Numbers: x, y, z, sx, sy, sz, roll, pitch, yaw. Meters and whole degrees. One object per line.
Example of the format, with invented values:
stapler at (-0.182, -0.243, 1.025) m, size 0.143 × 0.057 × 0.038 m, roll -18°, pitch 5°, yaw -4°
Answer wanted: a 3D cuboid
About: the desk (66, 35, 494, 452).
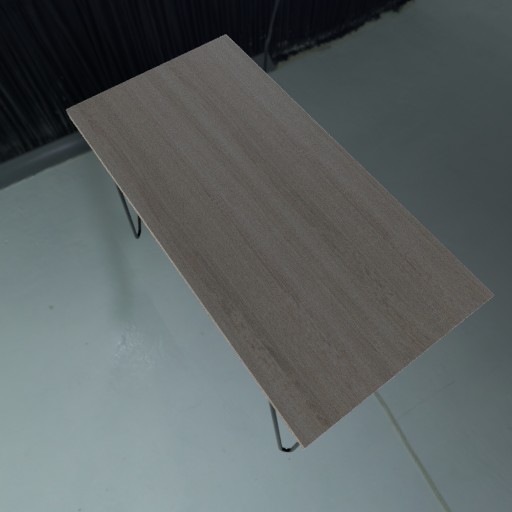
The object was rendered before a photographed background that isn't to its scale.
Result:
desk at (0.000, 0.000, 1.324) m, size 0.499 × 0.660 × 0.991 m, roll -33°, pitch 68°, yaw -15°
